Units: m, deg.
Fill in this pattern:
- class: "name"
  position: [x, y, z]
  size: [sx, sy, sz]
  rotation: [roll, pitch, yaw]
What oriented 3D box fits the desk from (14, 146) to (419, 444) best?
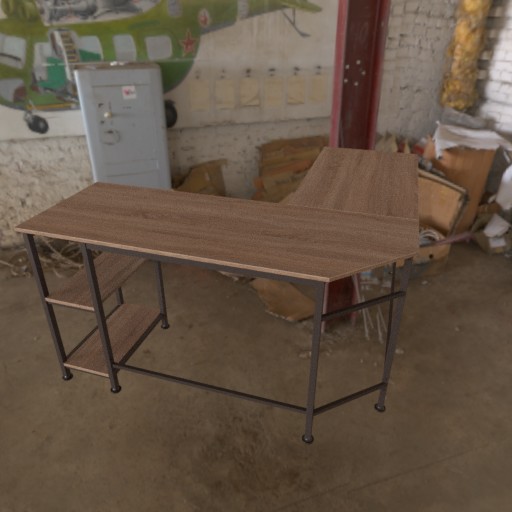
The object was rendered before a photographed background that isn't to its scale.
- class: "desk"
  position: [0.000, 0.000, 2.154]
  size: [1.379, 0.739, 1.379]
  rotation: [9, 31, 15]
